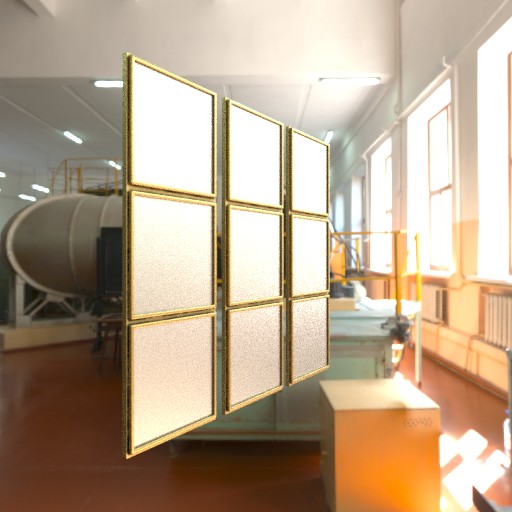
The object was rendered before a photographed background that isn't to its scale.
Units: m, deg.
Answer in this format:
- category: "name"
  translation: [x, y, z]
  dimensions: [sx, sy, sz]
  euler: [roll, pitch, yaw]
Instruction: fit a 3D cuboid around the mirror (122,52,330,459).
- category: "mirror"
  translation: [0.000, 0.000, 1.418]
  dimensions: [0.023, 0.926, 1.011]
  euler: [0, 0, 36]
